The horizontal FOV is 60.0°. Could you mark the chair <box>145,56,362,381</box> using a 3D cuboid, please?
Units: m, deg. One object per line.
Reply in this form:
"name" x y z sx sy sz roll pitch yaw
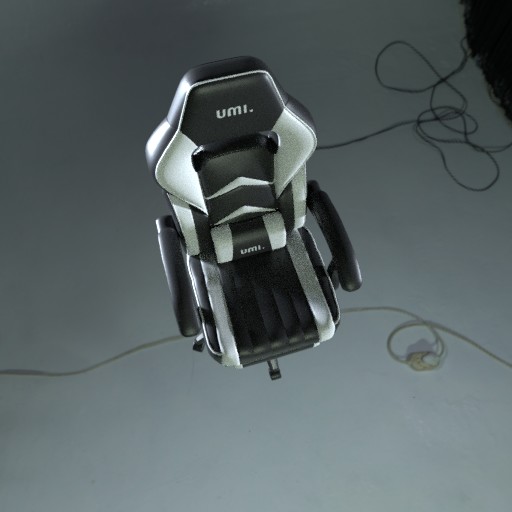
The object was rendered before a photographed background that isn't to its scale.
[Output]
"chair" 0.000 0.000 1.625 0.676 1.200 0.700 -15 65 -7
